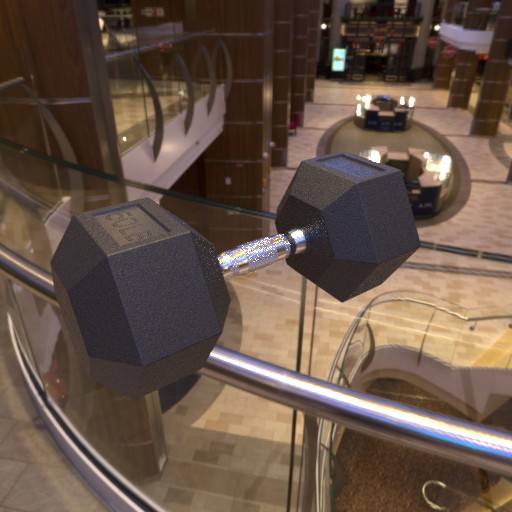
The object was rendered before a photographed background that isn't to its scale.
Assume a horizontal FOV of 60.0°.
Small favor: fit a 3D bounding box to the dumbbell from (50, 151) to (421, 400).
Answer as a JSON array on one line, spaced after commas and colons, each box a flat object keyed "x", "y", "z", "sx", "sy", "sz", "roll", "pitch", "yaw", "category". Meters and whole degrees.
[{"x": 0.000, "y": 0.000, "z": 0.470, "sx": 0.384, "sy": 0.150, "sz": 0.173, "roll": -19, "pitch": 35, "yaw": -30, "category": "dumbbell"}]
